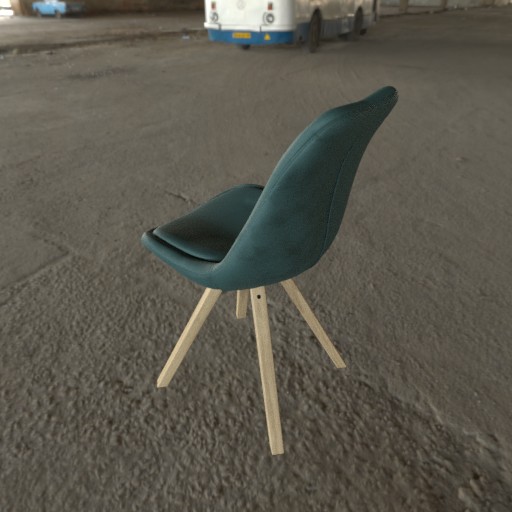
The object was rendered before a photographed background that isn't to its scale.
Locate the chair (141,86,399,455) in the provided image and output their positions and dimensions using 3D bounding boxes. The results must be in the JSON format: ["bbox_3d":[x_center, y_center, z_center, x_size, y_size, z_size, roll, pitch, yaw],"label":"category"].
[{"bbox_3d":[0.000,0.000,1.168,0.547,0.865,0.483,20,36,30],"label":"chair"}]
